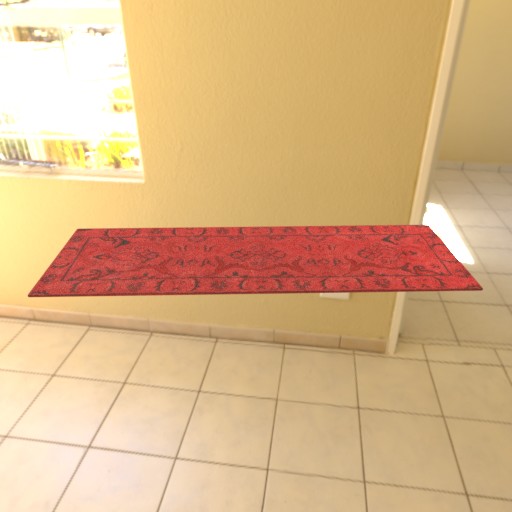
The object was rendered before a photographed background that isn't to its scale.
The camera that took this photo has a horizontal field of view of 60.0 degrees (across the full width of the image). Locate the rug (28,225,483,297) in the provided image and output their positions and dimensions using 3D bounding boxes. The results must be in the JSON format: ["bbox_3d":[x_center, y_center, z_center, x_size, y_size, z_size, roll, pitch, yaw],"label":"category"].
[{"bbox_3d":[0.000,0.000,2.722,2.439,0.018,0.813,-1,29,-1],"label":"rug"}]
